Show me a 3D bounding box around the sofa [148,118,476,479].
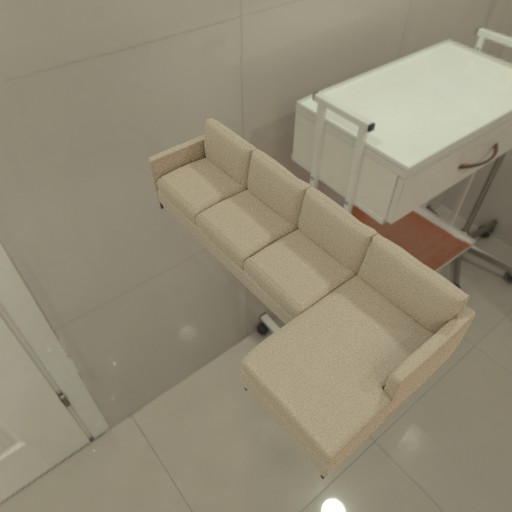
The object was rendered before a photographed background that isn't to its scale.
[{"bbox_3d":[0.000,0.000,3.229,1.258,0.755,2.731,-30,54,-26],"label":"sofa"}]
